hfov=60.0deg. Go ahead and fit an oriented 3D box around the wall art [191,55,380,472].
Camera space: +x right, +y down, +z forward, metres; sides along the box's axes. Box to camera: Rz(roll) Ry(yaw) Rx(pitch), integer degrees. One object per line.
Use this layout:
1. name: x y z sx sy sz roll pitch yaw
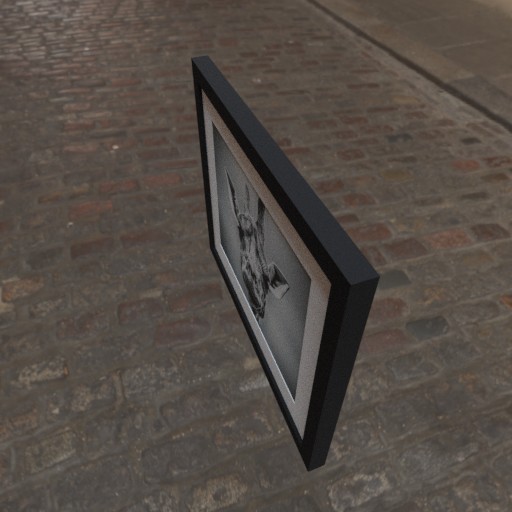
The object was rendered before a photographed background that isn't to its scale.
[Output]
1. wall art: 0.000 0.000 0.746 0.031 0.457 0.558 -15 47 -14
